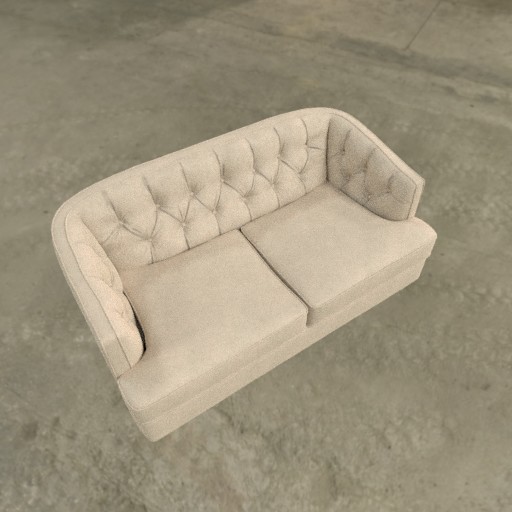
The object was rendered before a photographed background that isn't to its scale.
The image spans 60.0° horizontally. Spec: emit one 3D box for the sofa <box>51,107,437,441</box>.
[{"bbox_3d":[0.000,0.000,2.276,1.731,0.878,0.940,-26,53,-22],"label":"sofa"}]
